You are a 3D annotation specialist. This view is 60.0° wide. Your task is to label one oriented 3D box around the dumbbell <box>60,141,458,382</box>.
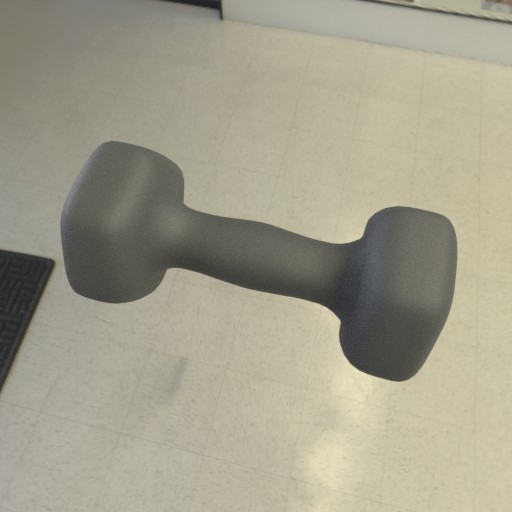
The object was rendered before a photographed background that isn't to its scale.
[{"bbox_3d":[0.000,0.000,0.295,0.240,0.105,0.116,15,64,7],"label":"dumbbell"}]
